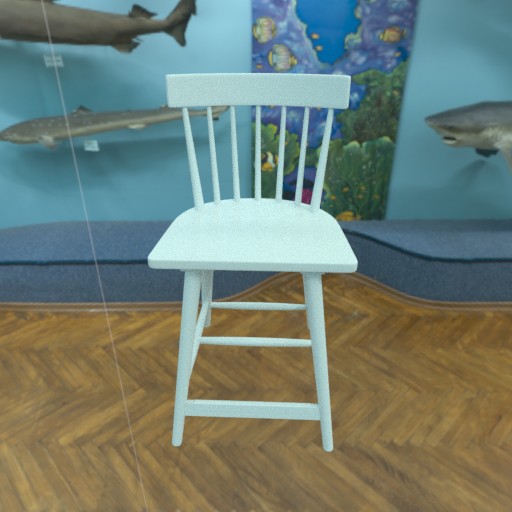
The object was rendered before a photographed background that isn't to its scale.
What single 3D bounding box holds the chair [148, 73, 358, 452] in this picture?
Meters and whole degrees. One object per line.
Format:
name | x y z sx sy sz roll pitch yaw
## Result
chair | 0.000 0.000 1.280 0.483 0.952 0.572 1 30 2
